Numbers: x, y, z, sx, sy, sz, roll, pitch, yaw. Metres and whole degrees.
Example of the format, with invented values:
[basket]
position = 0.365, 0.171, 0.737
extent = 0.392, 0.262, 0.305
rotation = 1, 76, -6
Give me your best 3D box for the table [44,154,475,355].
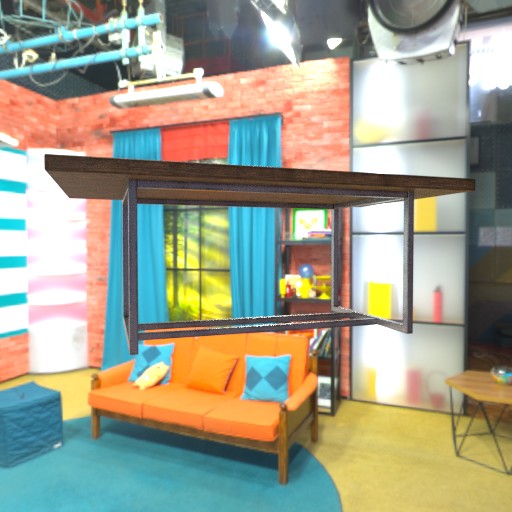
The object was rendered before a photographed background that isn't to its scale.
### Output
[table]
position = 0.000, 0.000, 2.452
extent = 1.989, 0.795, 1.078
rotation = -1, 2, -18
